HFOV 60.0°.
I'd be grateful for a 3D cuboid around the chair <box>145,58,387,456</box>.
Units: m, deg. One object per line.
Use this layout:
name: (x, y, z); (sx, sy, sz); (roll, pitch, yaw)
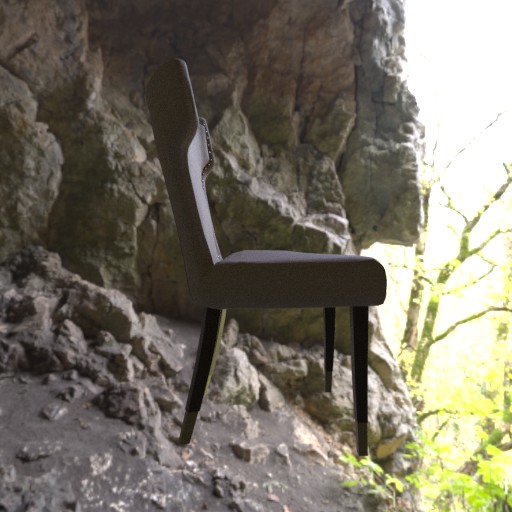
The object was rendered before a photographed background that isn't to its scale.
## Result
chair: (0.000, 0.000, 1.309); (0.630, 0.955, 0.526); (0, 0, 0)
